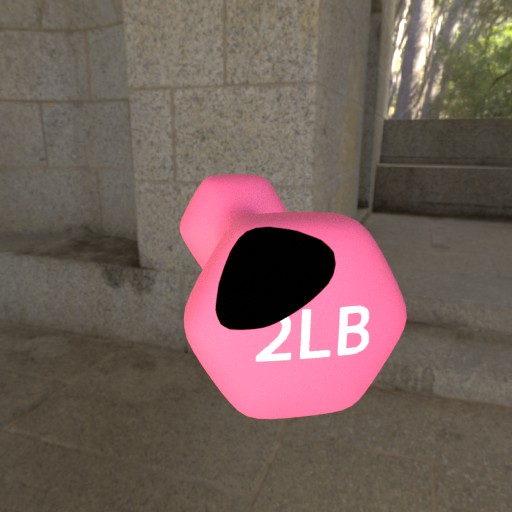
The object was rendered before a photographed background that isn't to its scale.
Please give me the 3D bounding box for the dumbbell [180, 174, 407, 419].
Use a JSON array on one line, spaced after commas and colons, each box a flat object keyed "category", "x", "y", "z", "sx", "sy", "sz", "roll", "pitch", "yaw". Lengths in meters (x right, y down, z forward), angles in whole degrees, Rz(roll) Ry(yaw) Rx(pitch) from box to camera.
[{"category": "dumbbell", "x": 0.000, "y": 0.000, "z": 0.172, "sx": 0.058, "sy": 0.053, "sz": 0.146, "roll": -2, "pitch": 15, "yaw": -9}]
